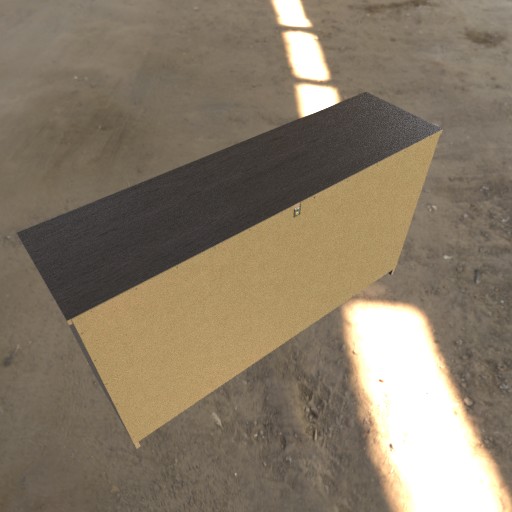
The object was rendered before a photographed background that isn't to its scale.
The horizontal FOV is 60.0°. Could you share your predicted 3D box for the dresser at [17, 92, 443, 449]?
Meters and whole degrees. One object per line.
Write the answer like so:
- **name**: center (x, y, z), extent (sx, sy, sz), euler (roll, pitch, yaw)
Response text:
- **dresser**: center (0.000, 0.000, 1.654), extent (1.360, 0.755, 0.401), euler (-29, 52, -25)
